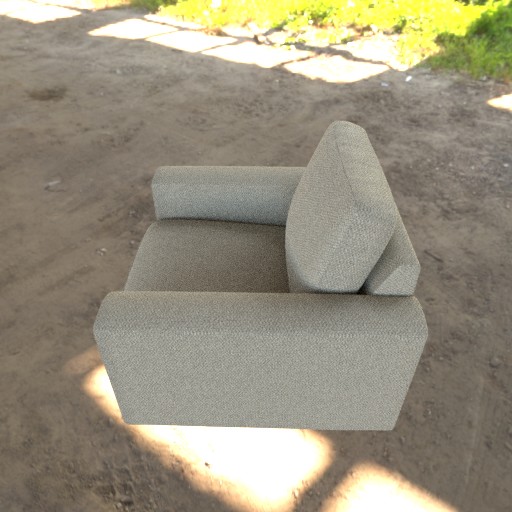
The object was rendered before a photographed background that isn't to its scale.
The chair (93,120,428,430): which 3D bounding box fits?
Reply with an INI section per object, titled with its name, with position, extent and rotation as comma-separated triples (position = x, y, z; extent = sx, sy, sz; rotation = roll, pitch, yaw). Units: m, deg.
[chair]
position = 0.000, 0.000, 1.734
extent = 1.016, 0.873, 1.005
rotation = 1, 39, 1
